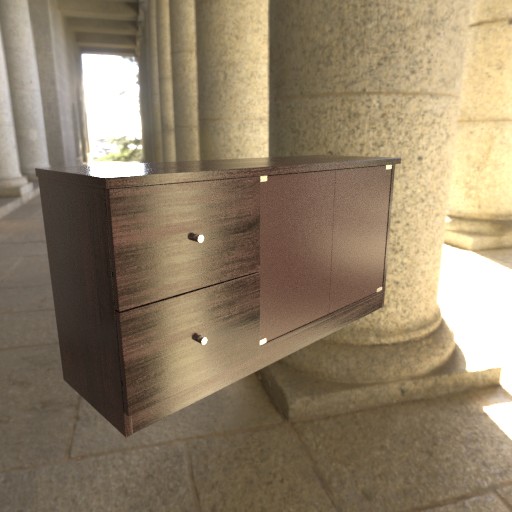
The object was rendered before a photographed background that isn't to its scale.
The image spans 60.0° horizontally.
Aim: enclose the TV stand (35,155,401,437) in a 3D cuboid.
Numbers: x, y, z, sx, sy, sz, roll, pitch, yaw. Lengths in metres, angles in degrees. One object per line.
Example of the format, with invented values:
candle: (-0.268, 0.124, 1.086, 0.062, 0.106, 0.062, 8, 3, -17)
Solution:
TV stand: (0.000, 0.000, 1.480, 1.192, 0.614, 0.404, -14, 21, -43)
